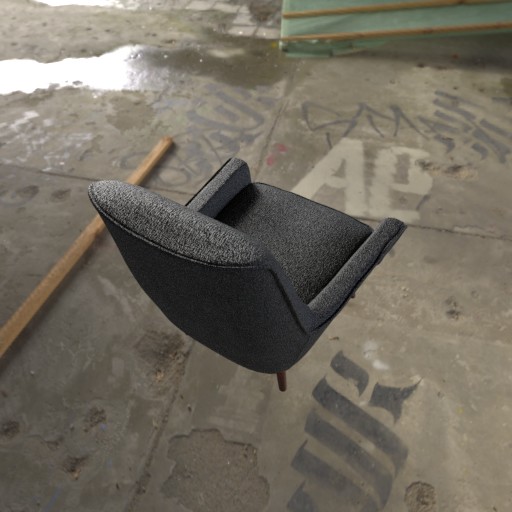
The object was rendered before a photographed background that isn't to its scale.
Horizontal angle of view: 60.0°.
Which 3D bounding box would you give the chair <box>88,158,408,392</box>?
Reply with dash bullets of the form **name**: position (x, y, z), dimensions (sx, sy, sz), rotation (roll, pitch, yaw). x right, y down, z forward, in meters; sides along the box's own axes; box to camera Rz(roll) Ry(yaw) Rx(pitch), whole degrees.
- **chair**: position (0.000, 0.000, 1.492), dimensions (0.763, 0.883, 0.859), rotation (25, 52, 22)
